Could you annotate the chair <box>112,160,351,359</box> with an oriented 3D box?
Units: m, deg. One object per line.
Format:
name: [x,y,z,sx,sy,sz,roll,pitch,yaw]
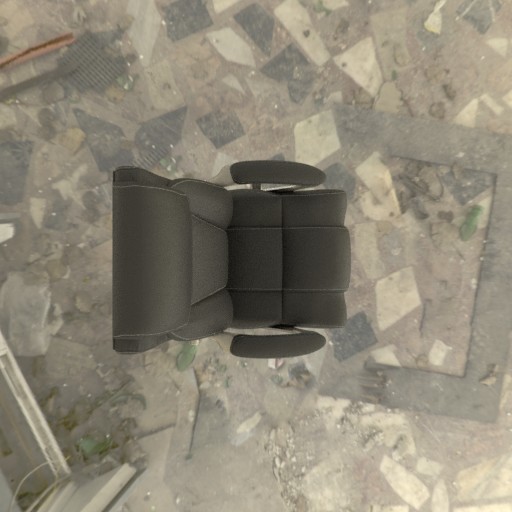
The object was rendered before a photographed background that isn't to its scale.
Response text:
chair: [0.000,0.000,1.686,0.784,1.167,0.741,0,90,-1]
